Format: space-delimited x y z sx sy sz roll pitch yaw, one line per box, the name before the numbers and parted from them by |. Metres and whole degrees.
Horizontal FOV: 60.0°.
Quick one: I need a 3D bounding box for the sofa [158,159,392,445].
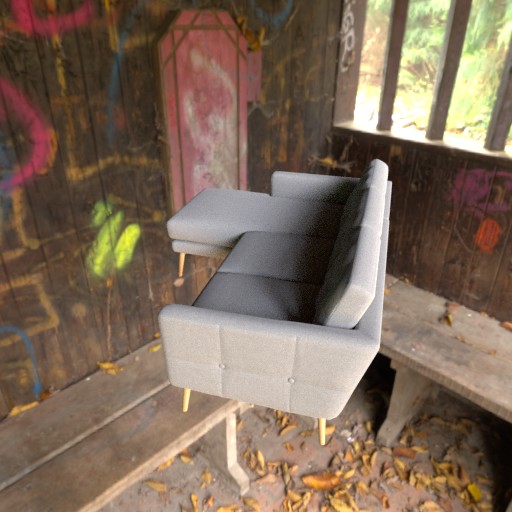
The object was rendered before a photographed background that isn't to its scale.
sofa | 0.000 0.000 2.764 1.530 0.860 2.040 8 29 14
